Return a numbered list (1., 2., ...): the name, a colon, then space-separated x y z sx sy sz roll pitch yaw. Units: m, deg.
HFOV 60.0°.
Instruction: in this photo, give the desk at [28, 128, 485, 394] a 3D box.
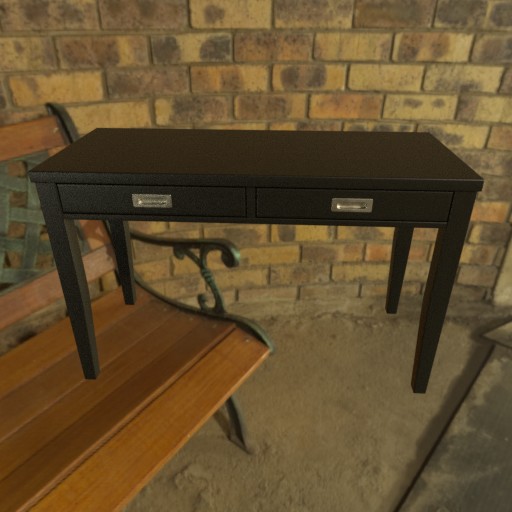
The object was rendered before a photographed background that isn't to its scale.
1. desk: 0.000 0.000 1.588 1.220 0.775 0.508 2 29 3
